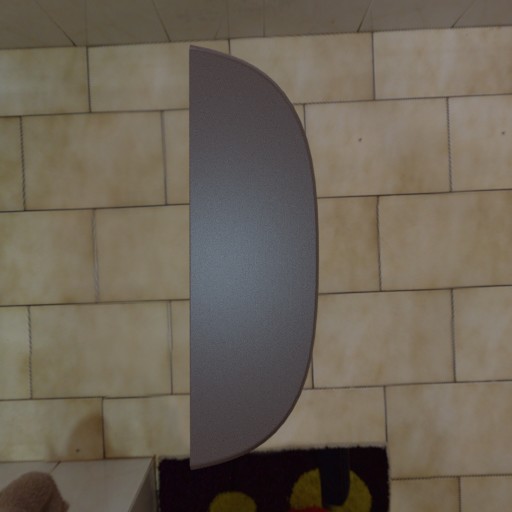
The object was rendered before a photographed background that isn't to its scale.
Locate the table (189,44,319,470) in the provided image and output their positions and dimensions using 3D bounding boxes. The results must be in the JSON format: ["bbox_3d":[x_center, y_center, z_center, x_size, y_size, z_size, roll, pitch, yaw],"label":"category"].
[{"bbox_3d":[0.000,0.000,1.345,0.274,0.831,0.909,0,91,0],"label":"table"}]
